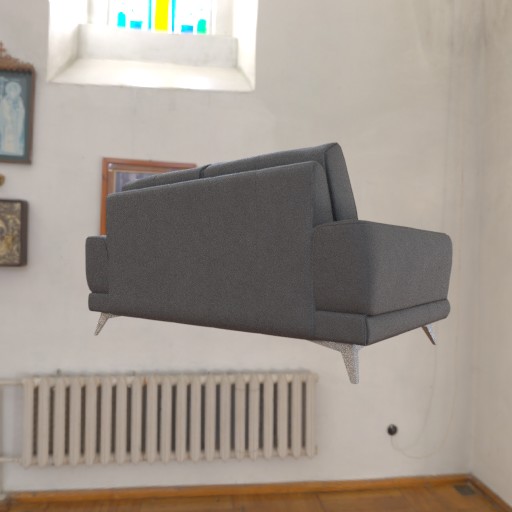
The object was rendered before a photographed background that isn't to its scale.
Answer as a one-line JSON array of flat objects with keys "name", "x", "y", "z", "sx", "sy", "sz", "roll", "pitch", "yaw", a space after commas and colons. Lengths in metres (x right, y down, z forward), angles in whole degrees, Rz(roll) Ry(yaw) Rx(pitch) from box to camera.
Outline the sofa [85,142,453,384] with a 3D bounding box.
[{"name": "sofa", "x": 0.000, "y": 0.000, "z": 2.414, "sx": 1.806, "sy": 0.907, "sz": 1.018, "roll": 0, "pitch": -1, "yaw": 38}]
